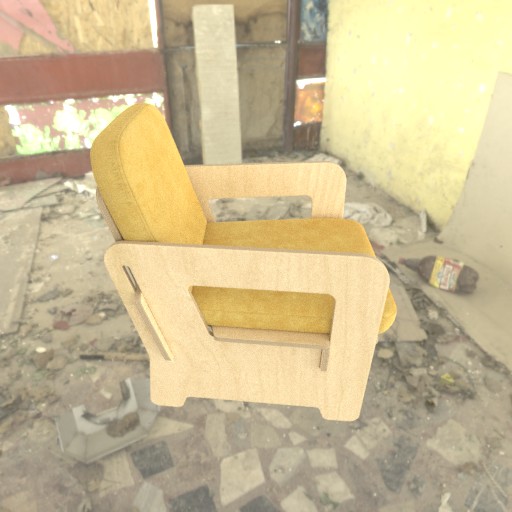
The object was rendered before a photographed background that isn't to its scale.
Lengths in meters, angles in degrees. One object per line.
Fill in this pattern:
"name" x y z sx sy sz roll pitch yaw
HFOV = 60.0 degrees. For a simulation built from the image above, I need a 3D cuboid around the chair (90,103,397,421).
"chair" 0.000 0.000 1.278 0.710 0.800 0.590 0 32 0
